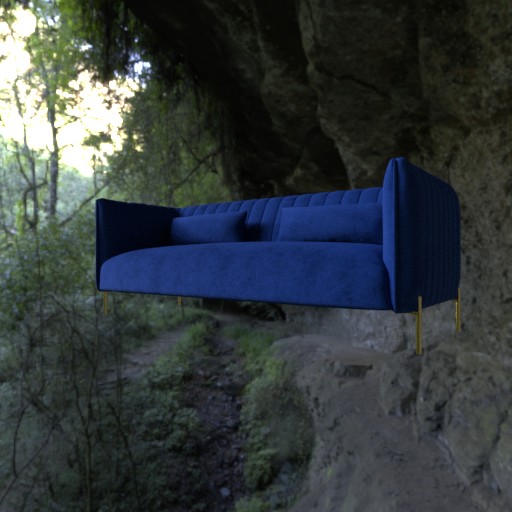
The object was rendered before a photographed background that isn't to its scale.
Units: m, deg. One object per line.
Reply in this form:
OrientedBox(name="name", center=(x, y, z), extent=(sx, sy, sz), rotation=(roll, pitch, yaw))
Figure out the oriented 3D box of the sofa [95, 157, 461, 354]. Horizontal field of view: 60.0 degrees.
OrientedBox(name="sofa", center=(0.000, 0.000, 2.653), extent=(2.136, 0.793, 0.896), rotation=(0, 0, 37))
